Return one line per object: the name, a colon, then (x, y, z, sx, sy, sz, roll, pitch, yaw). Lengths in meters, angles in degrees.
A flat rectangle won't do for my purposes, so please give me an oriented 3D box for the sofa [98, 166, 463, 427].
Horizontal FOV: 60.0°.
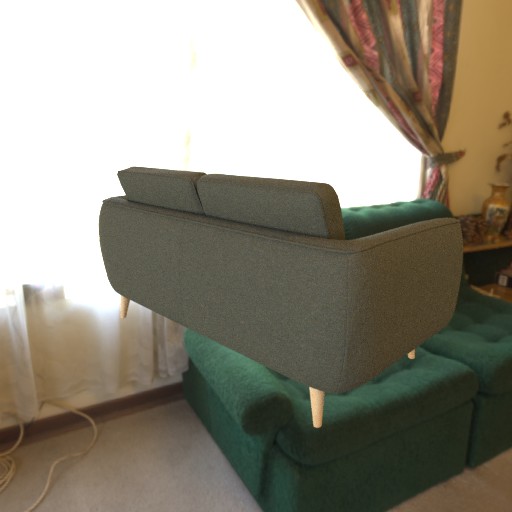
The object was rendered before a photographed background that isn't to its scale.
sofa: (0.000, 0.000, 2.203, 0.920, 0.850, 1.700, -14, 21, -43)
